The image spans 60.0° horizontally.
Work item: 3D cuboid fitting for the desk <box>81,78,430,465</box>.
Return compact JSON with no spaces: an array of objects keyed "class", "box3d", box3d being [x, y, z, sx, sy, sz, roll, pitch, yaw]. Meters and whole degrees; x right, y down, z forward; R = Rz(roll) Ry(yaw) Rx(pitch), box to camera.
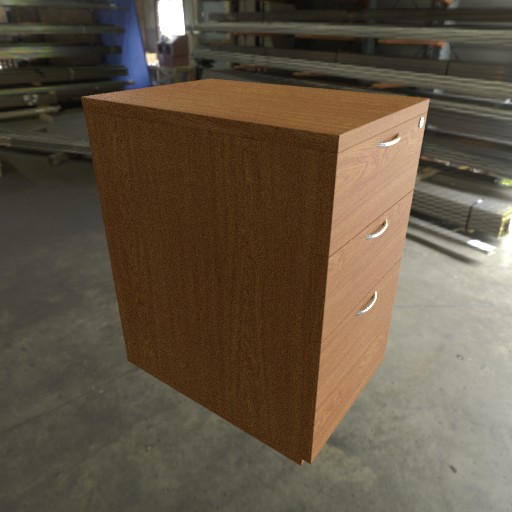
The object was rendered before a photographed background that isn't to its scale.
[{"class":"desk","box3d":[0.000,0.000,1.074,0.600,0.730,0.404,19,33,31]}]
